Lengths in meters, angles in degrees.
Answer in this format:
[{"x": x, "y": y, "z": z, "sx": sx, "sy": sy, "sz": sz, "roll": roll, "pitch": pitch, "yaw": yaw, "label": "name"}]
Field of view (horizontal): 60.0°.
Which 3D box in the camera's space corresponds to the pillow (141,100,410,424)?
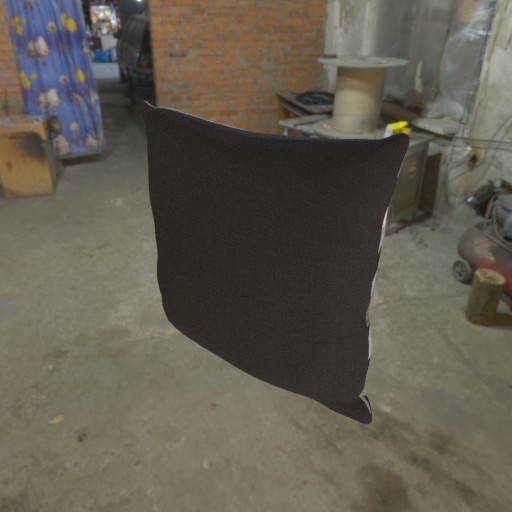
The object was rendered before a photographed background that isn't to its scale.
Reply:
[{"x": 0.000, "y": 0.000, "z": 0.782, "sx": 0.503, "sy": 0.496, "sz": 0.208, "roll": 20, "pitch": 34, "yaw": 32, "label": "pillow"}]
